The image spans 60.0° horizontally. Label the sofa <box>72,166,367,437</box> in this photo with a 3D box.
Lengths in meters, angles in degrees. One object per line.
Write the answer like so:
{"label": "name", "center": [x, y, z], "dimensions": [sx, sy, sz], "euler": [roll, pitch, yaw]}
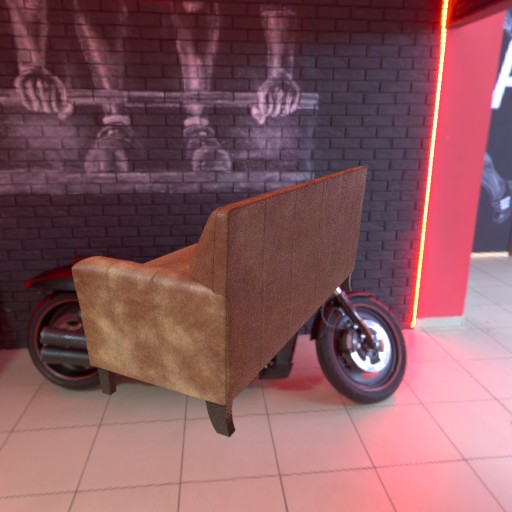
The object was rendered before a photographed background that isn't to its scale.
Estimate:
{"label": "sofa", "center": [0.000, 0.000, 2.638], "dimensions": [0.805, 0.947, 2.053], "euler": [8, 18, 25]}
